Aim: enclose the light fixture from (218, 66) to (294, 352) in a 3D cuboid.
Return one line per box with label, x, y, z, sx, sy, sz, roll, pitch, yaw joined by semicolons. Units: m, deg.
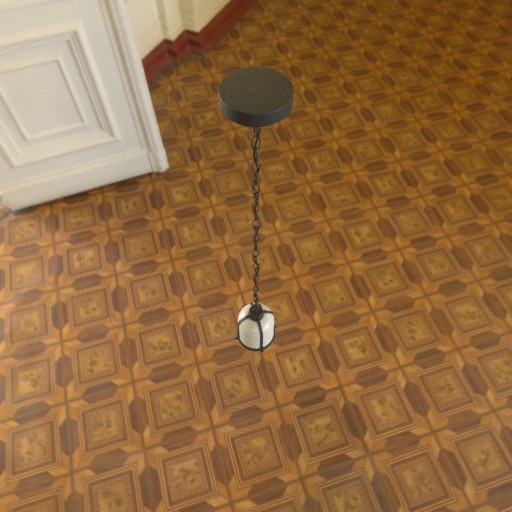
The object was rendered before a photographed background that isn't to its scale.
light fixture;0.000;0.000;1.348;0.178;1.181;0.178;-15;58;-10
